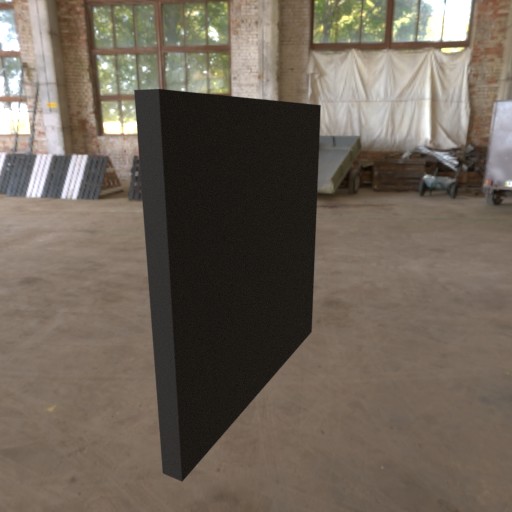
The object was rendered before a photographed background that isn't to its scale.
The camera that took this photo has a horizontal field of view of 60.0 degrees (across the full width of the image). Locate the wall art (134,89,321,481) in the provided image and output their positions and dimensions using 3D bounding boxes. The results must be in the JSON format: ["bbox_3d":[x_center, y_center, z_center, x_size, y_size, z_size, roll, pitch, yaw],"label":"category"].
[{"bbox_3d":[0.000,0.000,0.688,0.030,0.458,0.462,8,19,26],"label":"wall art"}]
